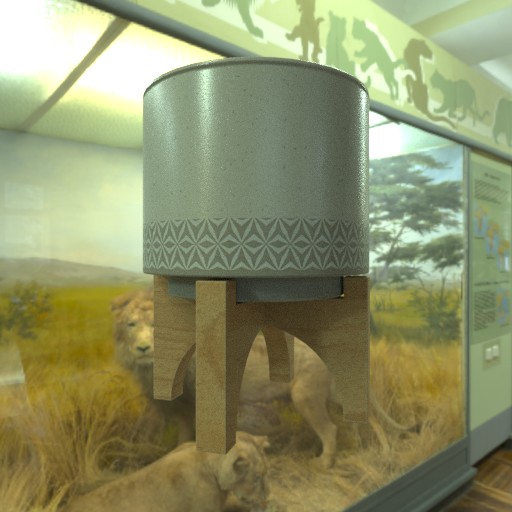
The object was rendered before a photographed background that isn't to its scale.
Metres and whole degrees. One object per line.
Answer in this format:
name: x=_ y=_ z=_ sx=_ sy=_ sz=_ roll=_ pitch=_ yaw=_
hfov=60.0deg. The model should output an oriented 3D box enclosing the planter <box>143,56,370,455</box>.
planter: x=0.000 y=0.000 z=0.262 sx=0.130 sy=0.178 sz=0.130 roll=0 pitch=0 yaw=0
